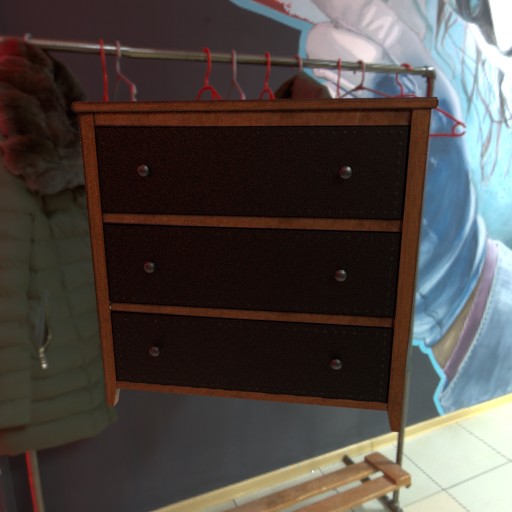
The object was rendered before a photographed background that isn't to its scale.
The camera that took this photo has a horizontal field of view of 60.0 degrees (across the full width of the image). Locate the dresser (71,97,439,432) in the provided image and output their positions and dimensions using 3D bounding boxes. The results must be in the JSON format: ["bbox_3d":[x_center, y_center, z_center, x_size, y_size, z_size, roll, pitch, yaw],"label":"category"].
[{"bbox_3d":[0.000,0.000,1.902,1.250,1.224,0.591,2,15,8],"label":"dresser"}]
